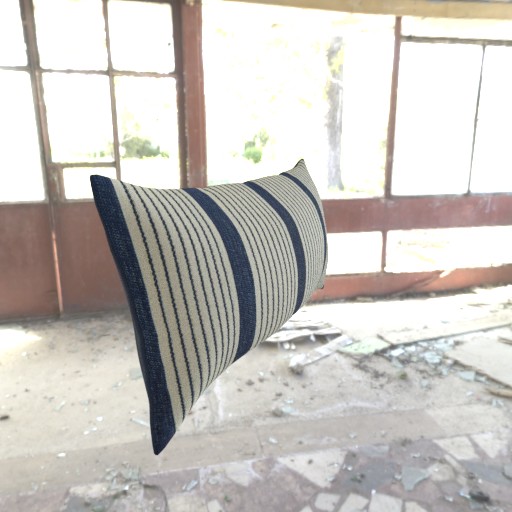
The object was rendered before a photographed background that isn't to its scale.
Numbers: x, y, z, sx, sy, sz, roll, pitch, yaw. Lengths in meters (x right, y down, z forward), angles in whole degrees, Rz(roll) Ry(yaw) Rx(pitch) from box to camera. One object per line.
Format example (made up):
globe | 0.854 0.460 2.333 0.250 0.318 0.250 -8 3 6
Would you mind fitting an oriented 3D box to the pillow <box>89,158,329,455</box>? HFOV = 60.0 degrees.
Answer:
pillow | 0.000 0.000 0.708 0.156 0.292 0.608 7 16 24
